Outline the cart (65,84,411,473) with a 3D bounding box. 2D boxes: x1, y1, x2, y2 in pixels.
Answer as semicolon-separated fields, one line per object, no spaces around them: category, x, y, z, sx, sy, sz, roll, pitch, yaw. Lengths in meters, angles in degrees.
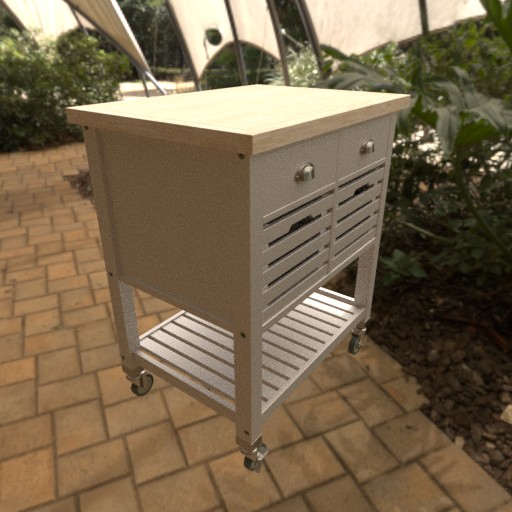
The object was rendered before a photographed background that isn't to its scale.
cart;0.000;0.000;1.373;0.559;0.914;0.762;18;31;33
